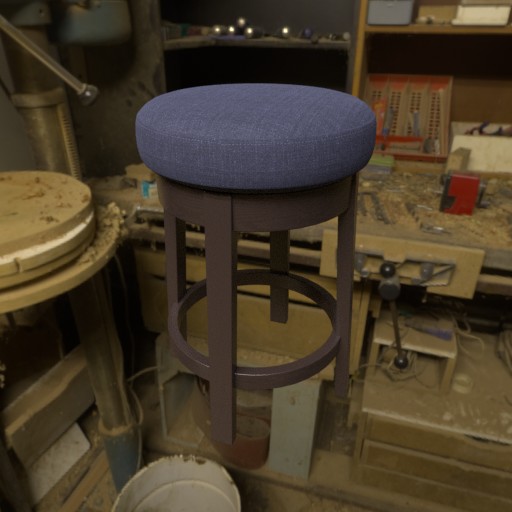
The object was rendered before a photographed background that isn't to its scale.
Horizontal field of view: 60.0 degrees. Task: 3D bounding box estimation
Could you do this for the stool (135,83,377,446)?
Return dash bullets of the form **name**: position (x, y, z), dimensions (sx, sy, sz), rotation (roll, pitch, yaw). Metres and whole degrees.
- **stool**: position (0.000, 0.000, 0.943), dimensions (0.449, 0.655, 0.449), rotation (0, 29, 0)
